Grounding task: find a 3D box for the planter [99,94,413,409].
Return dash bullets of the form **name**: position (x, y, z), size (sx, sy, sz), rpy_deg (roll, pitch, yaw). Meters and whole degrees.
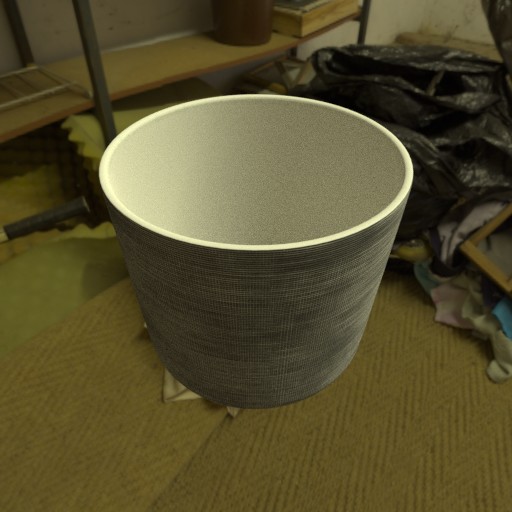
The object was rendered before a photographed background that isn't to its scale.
- **planter**: position (0.000, 0.000, 0.770), size (0.440, 0.398, 0.440), rpy_deg (0, 41, 0)
